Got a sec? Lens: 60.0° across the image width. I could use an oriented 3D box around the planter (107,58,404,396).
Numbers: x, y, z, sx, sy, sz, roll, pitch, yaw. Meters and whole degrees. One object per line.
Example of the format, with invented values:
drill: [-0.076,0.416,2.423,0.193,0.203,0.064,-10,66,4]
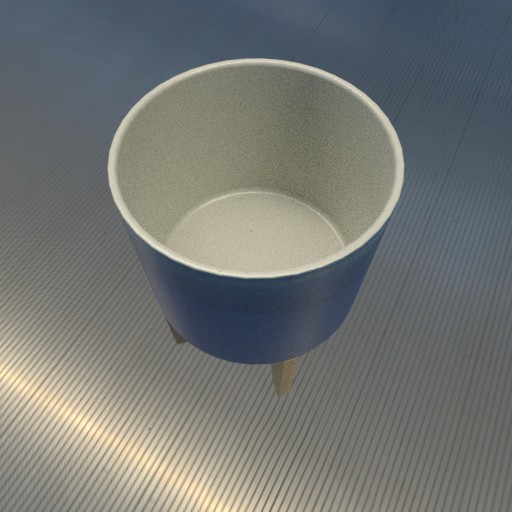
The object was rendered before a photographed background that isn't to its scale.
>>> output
planter: [0.000,0.000,0.551,0.261,0.367,0.261,0,59,0]
